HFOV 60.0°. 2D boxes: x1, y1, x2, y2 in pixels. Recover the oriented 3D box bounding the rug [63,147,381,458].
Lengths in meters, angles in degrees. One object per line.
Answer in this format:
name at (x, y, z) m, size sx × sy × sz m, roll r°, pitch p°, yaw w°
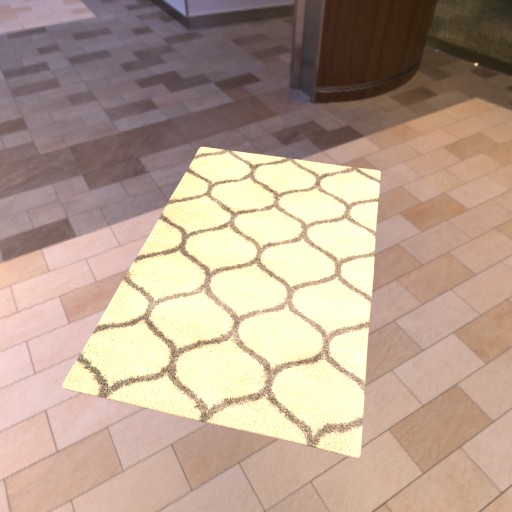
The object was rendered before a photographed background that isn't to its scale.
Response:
rug at (0.000, 0.000, 3.452) m, size 1.801 × 0.026 × 2.701 m, roll 10°, pitch 47°, yaw 9°
